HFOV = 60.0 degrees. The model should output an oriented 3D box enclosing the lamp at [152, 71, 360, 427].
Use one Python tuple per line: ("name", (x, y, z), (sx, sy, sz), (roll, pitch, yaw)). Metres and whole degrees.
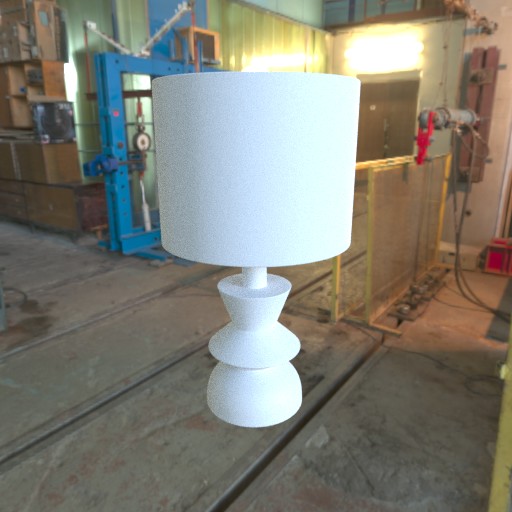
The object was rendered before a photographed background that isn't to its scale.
("lamp", (0.000, 0.000, 0.730), (0.301, 0.533, 0.301), (-3, 17, -9))
